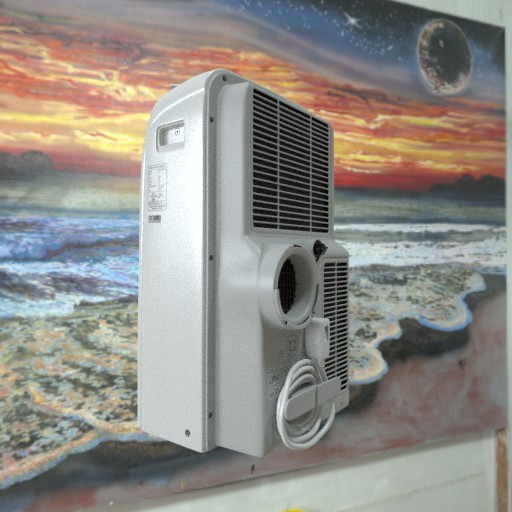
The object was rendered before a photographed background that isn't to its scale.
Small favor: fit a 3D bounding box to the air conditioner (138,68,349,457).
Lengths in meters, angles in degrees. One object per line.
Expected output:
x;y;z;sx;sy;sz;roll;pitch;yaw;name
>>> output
0.000;0.000;1.057;0.414;0.786;0.449;0;0;37;air conditioner
